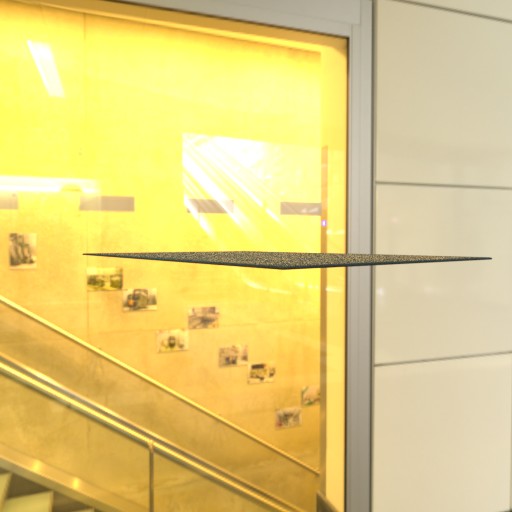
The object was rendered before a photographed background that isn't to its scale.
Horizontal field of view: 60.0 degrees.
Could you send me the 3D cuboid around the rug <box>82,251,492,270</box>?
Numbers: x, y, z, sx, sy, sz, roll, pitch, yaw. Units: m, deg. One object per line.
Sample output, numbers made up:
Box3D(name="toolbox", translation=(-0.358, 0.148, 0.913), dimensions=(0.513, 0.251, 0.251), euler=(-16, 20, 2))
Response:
Box3D(name="rug", translation=(0.000, 0.000, 2.297), dimensions=(1.219, 0.010, 1.829), euler=(-1, 2, -38))
